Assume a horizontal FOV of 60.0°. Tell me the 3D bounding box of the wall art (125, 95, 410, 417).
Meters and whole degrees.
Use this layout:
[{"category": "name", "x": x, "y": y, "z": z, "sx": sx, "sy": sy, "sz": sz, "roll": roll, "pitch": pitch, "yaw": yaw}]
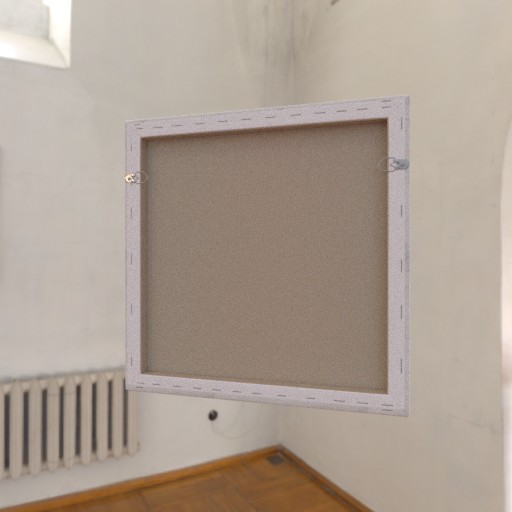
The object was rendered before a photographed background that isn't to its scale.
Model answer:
[{"category": "wall art", "x": 0.000, "y": 0.000, "z": 1.161, "sx": 0.762, "sy": 0.762, "sz": 0.038, "roll": 0, "pitch": 0, "yaw": 16}]
